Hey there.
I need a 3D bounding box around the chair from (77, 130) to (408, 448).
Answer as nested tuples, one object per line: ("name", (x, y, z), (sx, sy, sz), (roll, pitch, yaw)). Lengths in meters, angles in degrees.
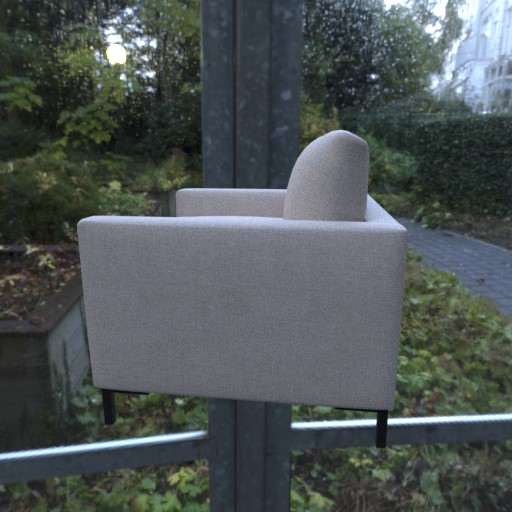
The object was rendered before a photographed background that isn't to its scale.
("chair", (0.000, 0.000, 1.596), (0.866, 0.861, 0.963), (2, 14, 7))
